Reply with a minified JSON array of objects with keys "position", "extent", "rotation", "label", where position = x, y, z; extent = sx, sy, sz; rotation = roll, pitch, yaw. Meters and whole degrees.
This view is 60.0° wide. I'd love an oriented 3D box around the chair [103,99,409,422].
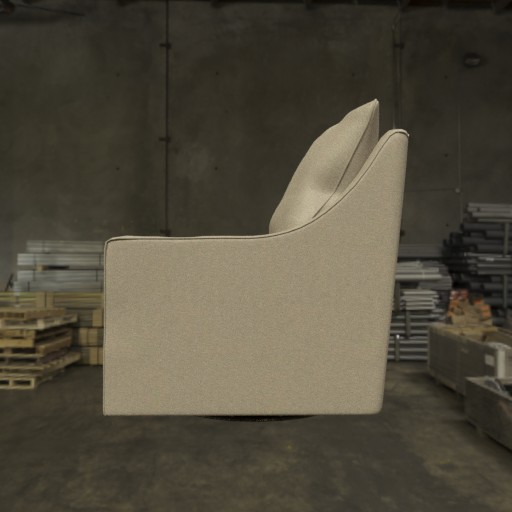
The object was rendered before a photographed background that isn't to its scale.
[{"position":[0.000,0.000,1.599],"extent":[0.876,0.942,0.760],"rotation":[0,-1,-1],"label":"chair"}]
